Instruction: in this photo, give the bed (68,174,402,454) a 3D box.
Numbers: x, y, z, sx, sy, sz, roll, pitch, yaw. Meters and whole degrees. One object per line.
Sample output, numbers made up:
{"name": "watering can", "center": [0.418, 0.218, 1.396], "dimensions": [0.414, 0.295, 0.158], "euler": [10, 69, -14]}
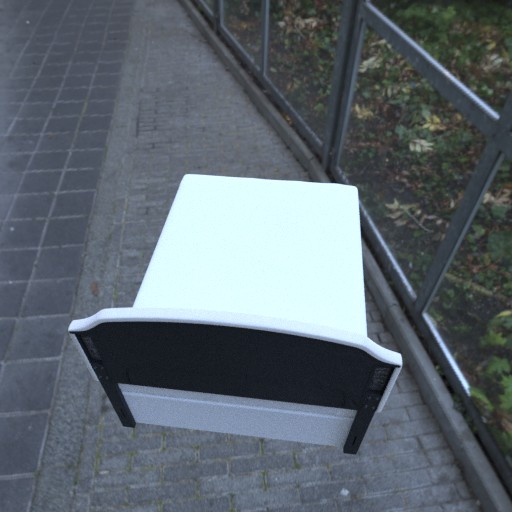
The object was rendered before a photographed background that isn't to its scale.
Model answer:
{"name": "bed", "center": [0.000, 0.000, 2.985], "dimensions": [1.558, 1.270, 1.999], "euler": [5, 47, 5]}
